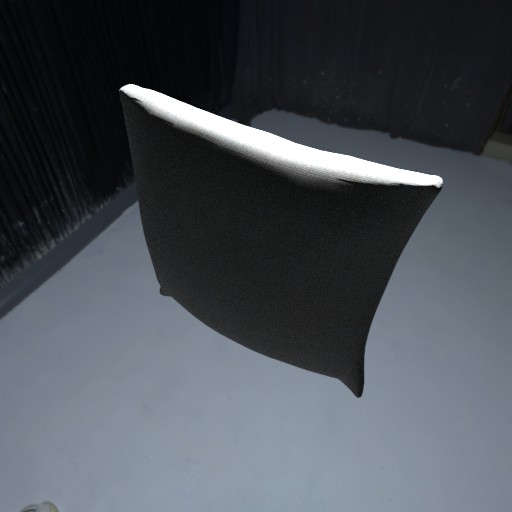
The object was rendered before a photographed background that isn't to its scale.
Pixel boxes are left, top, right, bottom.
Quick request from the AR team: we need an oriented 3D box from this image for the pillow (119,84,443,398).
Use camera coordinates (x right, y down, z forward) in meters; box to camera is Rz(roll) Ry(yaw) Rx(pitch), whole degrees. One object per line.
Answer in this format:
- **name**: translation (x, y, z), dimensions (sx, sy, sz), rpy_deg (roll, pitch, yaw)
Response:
- **pillow**: translation (0.000, 0.000, 0.775), dimensions (0.496, 0.491, 0.219), rpy_deg (23, 50, 21)
